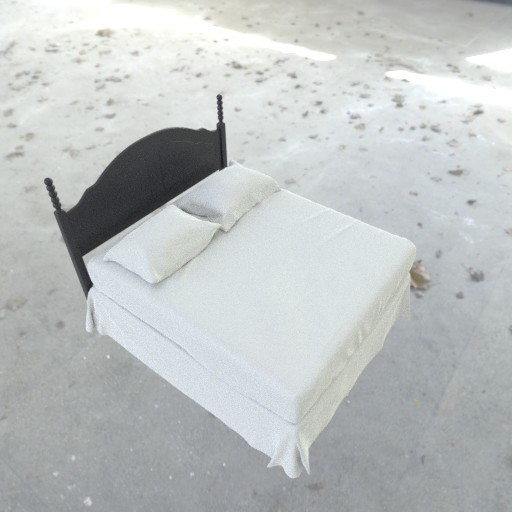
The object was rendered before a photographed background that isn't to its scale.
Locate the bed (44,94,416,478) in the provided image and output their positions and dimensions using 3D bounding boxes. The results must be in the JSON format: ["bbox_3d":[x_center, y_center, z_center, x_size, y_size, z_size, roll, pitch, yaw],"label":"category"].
[{"bbox_3d":[0.000,0.000,3.182,2.040,1.356,1.873,27,49,27],"label":"bed"}]
